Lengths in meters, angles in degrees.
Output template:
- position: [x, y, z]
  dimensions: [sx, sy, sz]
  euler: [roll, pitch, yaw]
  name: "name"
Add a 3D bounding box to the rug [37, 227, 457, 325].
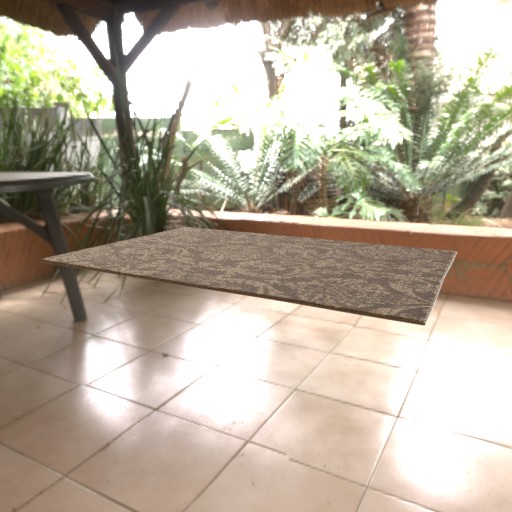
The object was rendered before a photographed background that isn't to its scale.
- position: [0.000, 0.000, 2.298]
  dimensions: [1.824, 0.012, 1.206]
  euler: [7, 14, 27]
  name: "rug"
